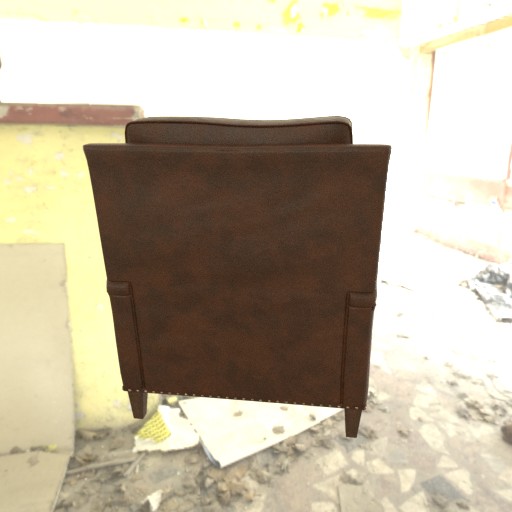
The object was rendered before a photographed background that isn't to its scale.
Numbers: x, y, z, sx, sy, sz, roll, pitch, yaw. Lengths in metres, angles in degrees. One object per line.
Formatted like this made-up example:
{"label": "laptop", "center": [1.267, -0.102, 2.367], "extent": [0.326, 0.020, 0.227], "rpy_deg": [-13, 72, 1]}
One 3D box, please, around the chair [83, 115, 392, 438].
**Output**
{"label": "chair", "center": [0.000, 0.000, 1.793], "extent": [0.854, 1.054, 1.035], "rpy_deg": [2, 15, 8]}
